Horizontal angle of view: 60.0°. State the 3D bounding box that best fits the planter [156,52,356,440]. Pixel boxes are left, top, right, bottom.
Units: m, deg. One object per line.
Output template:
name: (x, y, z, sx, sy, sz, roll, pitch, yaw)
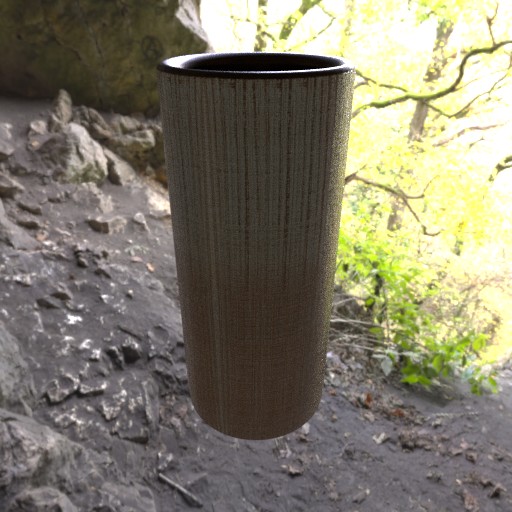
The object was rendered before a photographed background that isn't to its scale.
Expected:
planter: (0.000, 0.000, 0.280, 0.100, 0.227, 0.100, -10, 31, -17)
